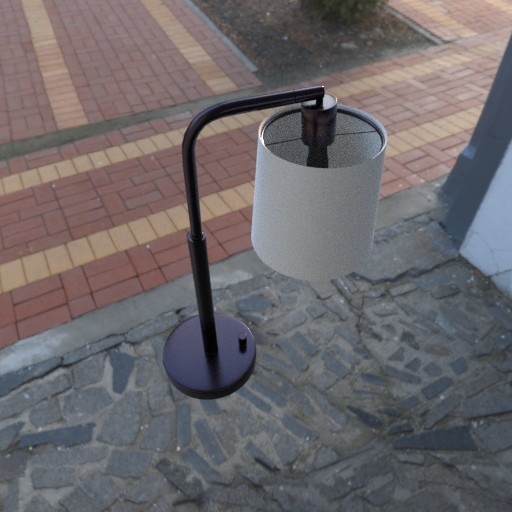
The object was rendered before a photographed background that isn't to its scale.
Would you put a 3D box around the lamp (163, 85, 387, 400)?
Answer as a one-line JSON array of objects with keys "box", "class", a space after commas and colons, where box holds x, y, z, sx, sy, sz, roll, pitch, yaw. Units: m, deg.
[{"box": [0.000, 0.000, 0.638, 0.333, 0.489, 0.171, -9, 46, -8], "class": "lamp"}]
